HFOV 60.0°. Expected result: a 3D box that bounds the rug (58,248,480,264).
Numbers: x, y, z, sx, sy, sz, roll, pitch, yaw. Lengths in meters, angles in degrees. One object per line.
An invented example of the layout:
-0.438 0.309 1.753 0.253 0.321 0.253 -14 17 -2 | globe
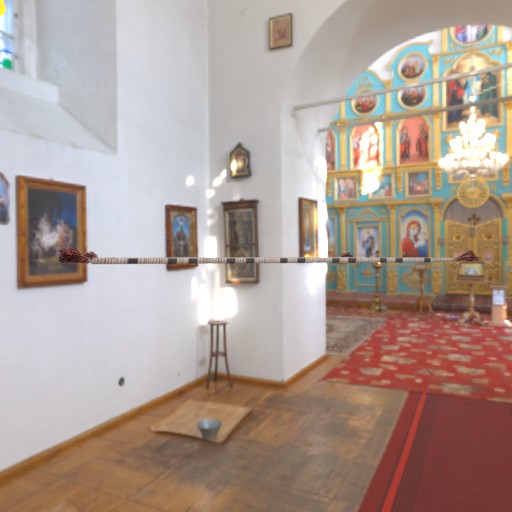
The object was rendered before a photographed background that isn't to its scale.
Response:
0.000 0.000 2.662 2.069 0.067 1.444 0 0 -19 | rug
